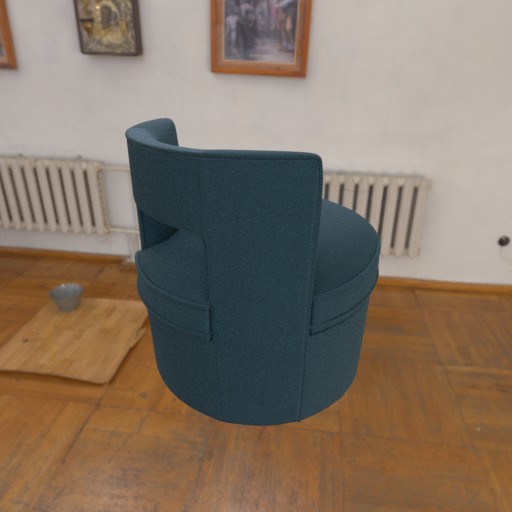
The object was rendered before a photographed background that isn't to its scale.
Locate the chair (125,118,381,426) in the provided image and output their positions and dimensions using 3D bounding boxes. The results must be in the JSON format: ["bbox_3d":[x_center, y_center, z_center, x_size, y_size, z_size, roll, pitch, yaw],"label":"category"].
[{"bbox_3d":[0.000,0.000,1.252,0.660,0.711,0.684,-18,30,-33],"label":"chair"}]
